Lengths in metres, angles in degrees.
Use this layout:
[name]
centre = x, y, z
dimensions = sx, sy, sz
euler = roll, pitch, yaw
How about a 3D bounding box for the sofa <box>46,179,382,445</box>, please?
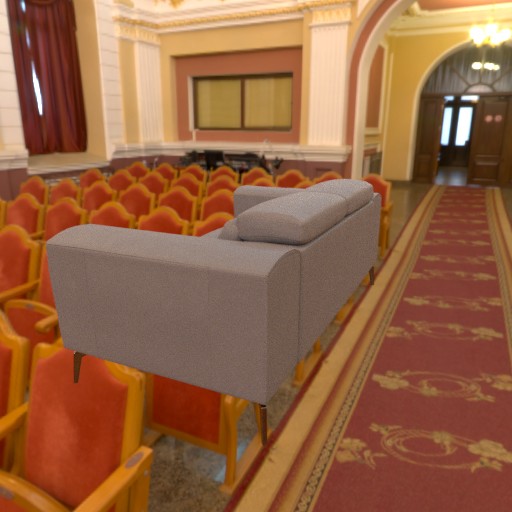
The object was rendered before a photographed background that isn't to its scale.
[sofa]
centre = 0.000, 0.000, 2.432
dimensions = 1.003, 0.779, 1.895
euler = 8, 18, 25
